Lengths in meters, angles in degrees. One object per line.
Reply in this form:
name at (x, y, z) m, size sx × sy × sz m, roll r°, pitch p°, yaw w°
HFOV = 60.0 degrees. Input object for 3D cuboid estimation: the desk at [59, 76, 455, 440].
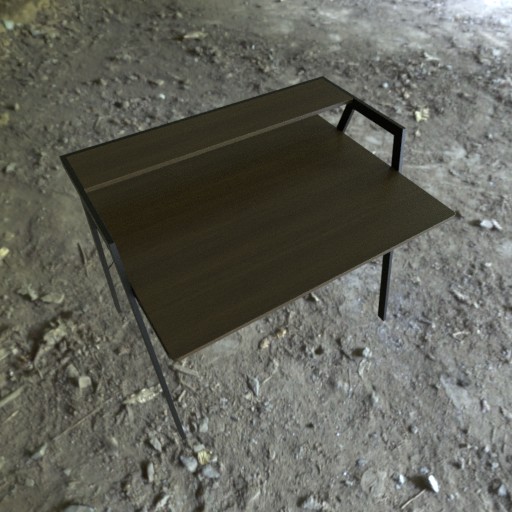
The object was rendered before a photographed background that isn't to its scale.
desk at (0.000, 0.000, 1.886) m, size 1.143 × 0.998 × 0.936 m, roll -25°, pitch 52°, yaw -21°
